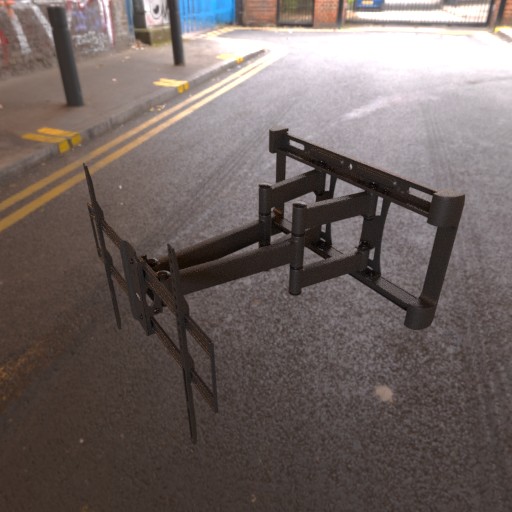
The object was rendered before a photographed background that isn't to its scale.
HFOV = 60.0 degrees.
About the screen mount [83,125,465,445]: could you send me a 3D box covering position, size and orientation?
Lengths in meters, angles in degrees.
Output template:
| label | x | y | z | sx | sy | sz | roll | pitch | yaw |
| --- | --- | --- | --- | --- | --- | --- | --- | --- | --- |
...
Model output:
| label | x | y | z | sx | sy | sz | roll | pitch | yaw |
| --- | --- | --- | --- | --- | --- | --- | --- | --- | --- |
| screen mount | 0.000 | 0.000 | 1.127 | 0.644 | 0.491 | 0.661 | -20 | 37 | -29 |
